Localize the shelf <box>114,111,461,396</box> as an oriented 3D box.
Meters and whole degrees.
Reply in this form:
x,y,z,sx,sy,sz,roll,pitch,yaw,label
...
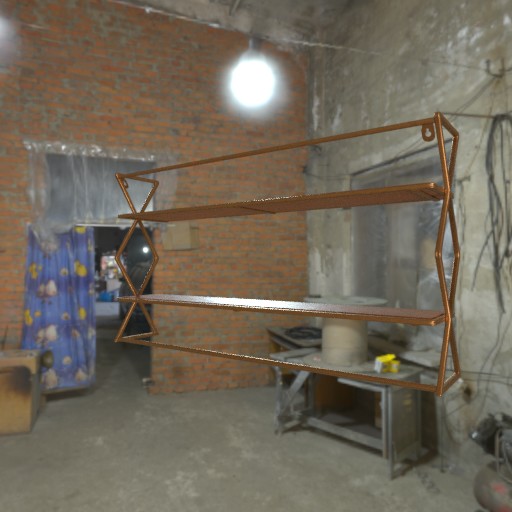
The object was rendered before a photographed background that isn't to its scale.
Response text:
x,y,z,sx,sy,sz,roll,pitch,yaw,label
0.000,0.000,0.998,0.822,0.450,0.150,-1,-1,36,shelf
